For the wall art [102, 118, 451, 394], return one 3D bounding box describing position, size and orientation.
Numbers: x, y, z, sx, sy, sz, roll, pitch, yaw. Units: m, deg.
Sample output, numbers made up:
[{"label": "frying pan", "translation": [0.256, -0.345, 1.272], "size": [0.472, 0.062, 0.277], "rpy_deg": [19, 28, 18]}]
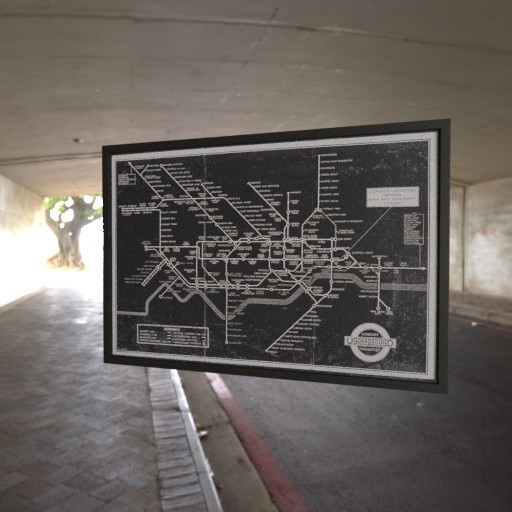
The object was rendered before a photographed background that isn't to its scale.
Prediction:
[{"label": "wall art", "translation": [0.000, 0.000, 1.481], "size": [1.192, 0.811, 0.013], "rpy_deg": [0, 1, 17]}]
